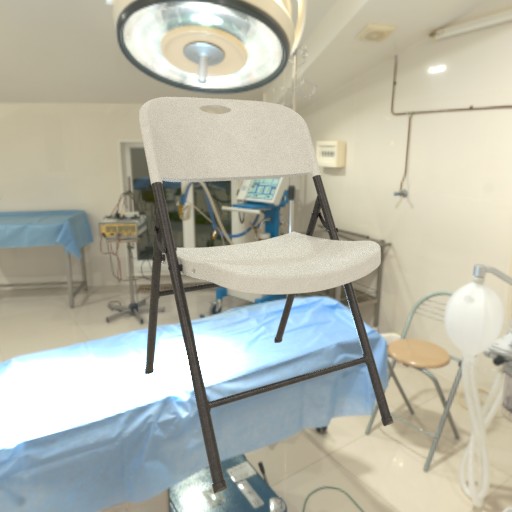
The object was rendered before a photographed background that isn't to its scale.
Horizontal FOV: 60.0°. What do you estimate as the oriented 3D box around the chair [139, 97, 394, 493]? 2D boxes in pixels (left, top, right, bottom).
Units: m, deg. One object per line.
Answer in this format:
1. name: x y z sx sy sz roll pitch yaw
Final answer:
1. chair: 0.000 0.000 1.144 0.494 0.810 0.566 -8 16 -27
